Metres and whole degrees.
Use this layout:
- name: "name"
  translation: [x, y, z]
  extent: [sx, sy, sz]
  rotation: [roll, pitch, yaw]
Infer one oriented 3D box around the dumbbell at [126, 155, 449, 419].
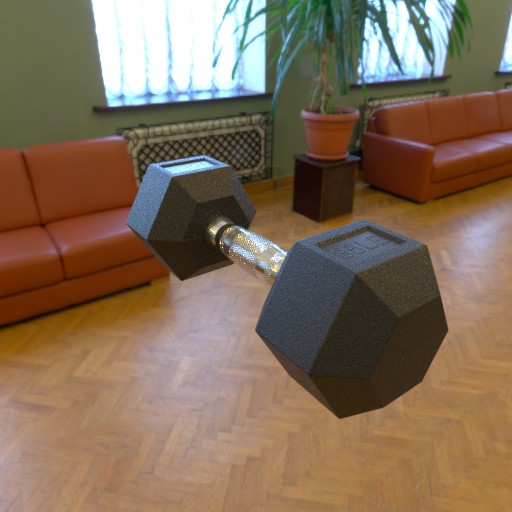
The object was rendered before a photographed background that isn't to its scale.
- name: "dumbbell"
  translation: [0.000, 0.000, 0.427]
  extent: [0.141, 0.123, 0.356]
  rotation: [-18, 32, -32]
